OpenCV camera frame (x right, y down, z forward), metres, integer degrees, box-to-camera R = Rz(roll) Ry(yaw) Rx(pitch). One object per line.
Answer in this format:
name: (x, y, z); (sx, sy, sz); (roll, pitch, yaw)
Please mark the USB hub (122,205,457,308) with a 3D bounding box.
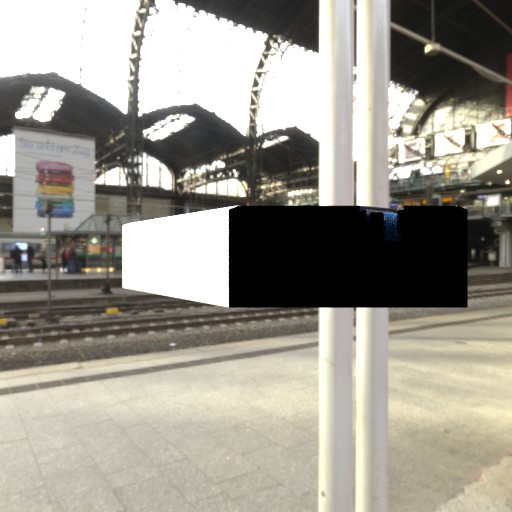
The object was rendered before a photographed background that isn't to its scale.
USB hub: (0.000, 0.000, 0.129); (0.044, 0.023, 0.110); (0, 0, -36)
